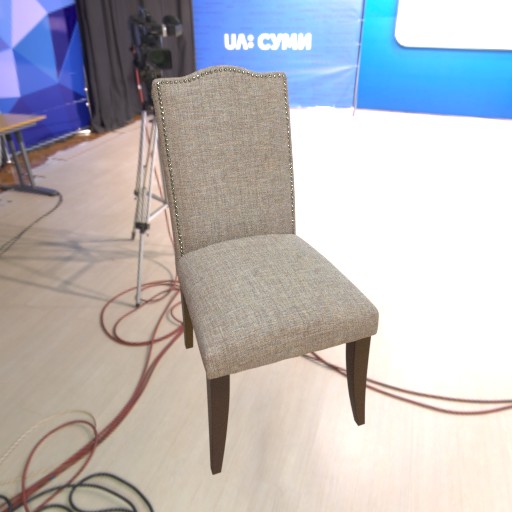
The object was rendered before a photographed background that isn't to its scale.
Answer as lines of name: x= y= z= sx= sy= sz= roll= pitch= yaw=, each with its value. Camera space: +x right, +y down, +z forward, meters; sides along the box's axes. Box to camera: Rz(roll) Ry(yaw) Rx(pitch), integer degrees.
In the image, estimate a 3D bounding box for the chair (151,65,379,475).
chair: x=0.000 y=0.000 z=1.371 sx=0.513 sy=1.016 sz=0.660 roll=-11 pitch=33 yaw=-17
